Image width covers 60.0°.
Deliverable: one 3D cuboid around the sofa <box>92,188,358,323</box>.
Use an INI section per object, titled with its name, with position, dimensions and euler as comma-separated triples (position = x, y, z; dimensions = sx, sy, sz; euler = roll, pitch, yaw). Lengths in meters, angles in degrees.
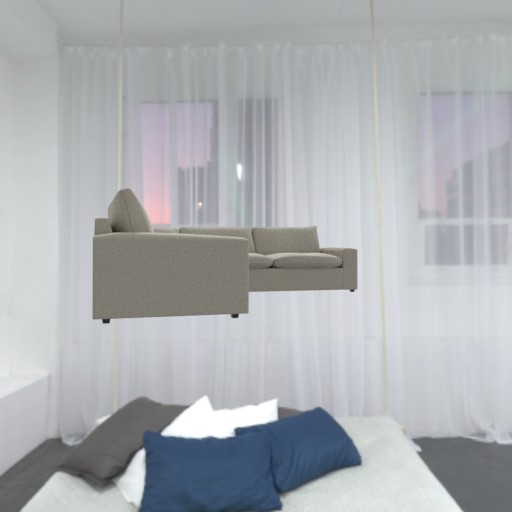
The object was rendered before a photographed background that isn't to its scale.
[sofa]
position = 0.000, 0.000, 4.767
dimensions = 3.206, 0.918, 3.066
euler = 0, -1, -18
